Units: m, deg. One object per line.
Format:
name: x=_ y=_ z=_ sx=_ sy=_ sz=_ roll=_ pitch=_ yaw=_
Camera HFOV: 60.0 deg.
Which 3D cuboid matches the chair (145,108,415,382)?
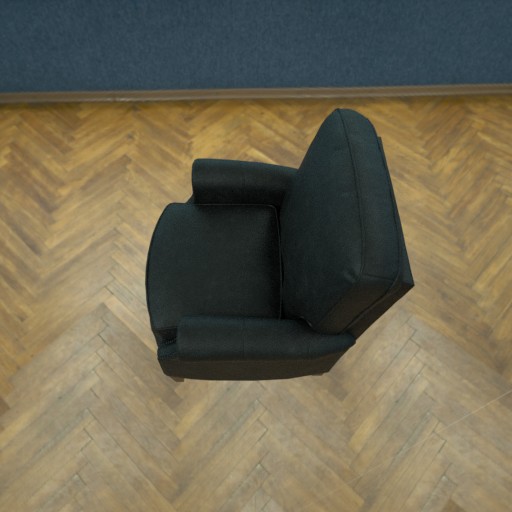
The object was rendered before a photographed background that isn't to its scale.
chair: x=0.000 y=0.000 z=1.838 sx=0.986 sy=1.018 sz=0.936 roll=0 pitch=58 yaw=0
